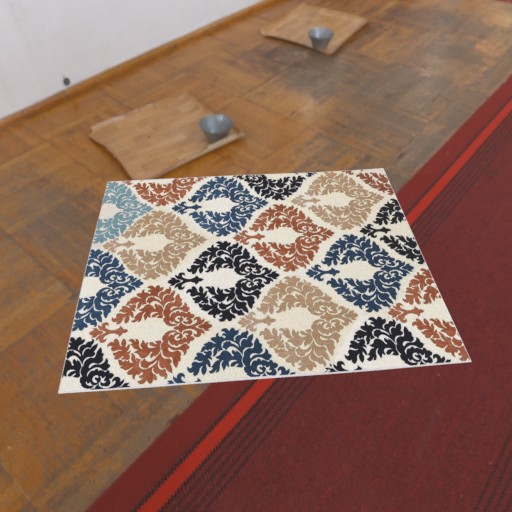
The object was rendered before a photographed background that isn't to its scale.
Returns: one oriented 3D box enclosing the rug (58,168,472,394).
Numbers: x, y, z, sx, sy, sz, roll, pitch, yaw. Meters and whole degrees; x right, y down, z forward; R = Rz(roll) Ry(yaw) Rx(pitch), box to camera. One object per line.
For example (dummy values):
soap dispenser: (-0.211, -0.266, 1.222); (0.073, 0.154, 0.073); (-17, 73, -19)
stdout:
rug: (0.000, 0.000, 4.039); (3.040, 0.014, 2.423); (-3, 48, -3)
